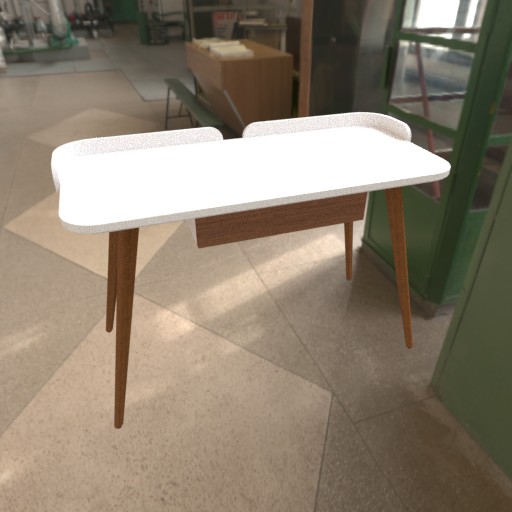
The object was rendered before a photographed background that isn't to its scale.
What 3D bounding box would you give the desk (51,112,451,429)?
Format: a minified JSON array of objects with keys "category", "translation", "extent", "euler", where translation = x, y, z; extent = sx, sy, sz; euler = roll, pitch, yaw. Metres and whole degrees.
[{"category":"desk","translation":[0.000,0.000,1.610],"extent":[1.206,0.807,0.534],"euler":[-11,34,-16]}]
